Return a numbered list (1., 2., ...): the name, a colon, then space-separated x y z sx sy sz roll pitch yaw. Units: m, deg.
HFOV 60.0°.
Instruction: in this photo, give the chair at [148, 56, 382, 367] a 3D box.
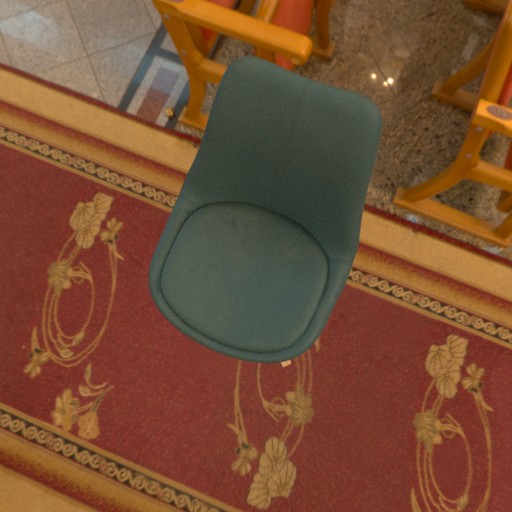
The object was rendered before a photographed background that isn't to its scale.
1. chair: 0.000 0.000 1.200 0.483 0.865 0.547 22 77 6
